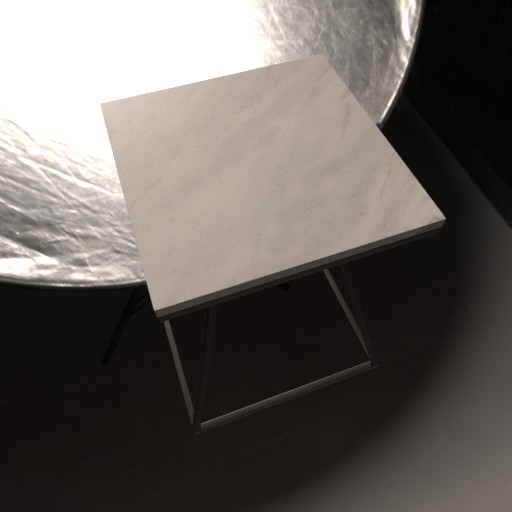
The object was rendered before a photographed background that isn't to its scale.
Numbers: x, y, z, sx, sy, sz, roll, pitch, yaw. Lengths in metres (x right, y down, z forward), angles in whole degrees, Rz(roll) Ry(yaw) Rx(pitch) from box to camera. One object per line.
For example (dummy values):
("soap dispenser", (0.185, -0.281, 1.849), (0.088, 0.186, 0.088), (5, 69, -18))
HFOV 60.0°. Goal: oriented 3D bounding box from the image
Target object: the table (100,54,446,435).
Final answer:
("table", (0.000, 0.000, 0.902), (0.455, 0.559, 0.455), (-17, 59, -11))
